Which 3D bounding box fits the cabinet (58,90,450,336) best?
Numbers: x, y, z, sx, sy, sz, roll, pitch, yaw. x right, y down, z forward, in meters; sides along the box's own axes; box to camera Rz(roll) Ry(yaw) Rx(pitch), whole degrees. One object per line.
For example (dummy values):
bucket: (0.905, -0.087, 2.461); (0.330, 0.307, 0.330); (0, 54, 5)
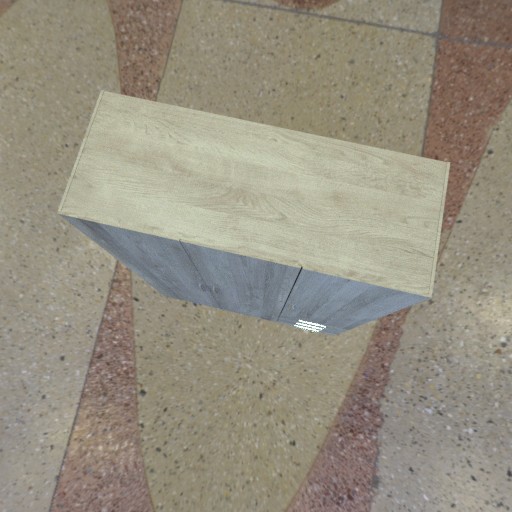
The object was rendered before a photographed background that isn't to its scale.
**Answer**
cabinet: (0.000, 0.000, 2.466); (1.290, 1.910, 0.510); (13, 76, 3)
